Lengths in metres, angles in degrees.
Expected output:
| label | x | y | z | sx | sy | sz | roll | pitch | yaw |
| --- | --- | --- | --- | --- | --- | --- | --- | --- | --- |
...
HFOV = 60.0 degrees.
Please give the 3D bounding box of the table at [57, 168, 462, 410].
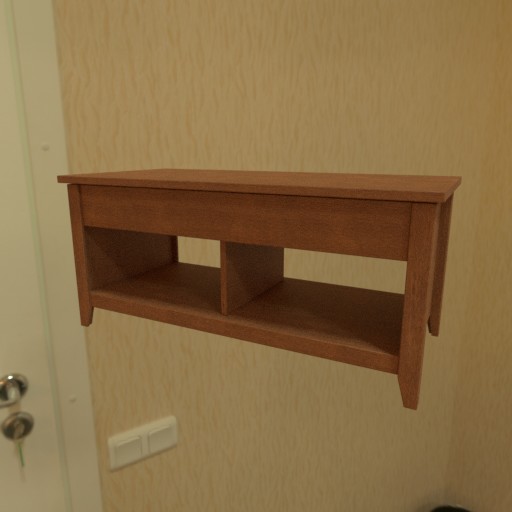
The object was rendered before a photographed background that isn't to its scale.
| label | x | y | z | sx | sy | sz | roll | pitch | yaw |
| --- | --- | --- | --- | --- | --- | --- | --- | --- | --- |
| table | 0.000 | 0.000 | 1.284 | 1.016 | 0.457 | 0.483 | 7 | 15 | 27 |
